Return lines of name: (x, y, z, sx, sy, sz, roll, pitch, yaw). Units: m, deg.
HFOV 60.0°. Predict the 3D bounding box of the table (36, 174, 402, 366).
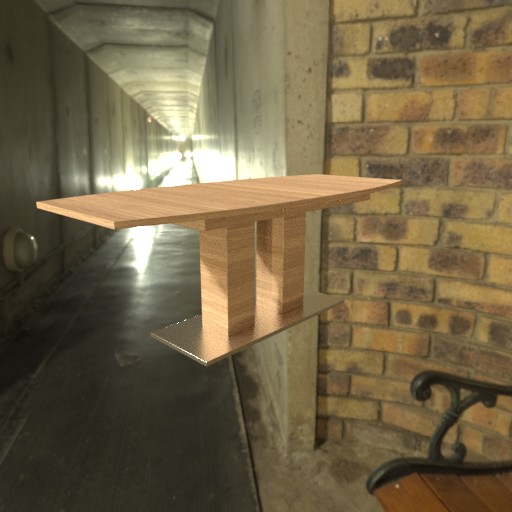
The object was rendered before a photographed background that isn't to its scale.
table: (0.000, 0.000, 2.486, 0.900, 0.750, 2.032, 14, 21, 42)
